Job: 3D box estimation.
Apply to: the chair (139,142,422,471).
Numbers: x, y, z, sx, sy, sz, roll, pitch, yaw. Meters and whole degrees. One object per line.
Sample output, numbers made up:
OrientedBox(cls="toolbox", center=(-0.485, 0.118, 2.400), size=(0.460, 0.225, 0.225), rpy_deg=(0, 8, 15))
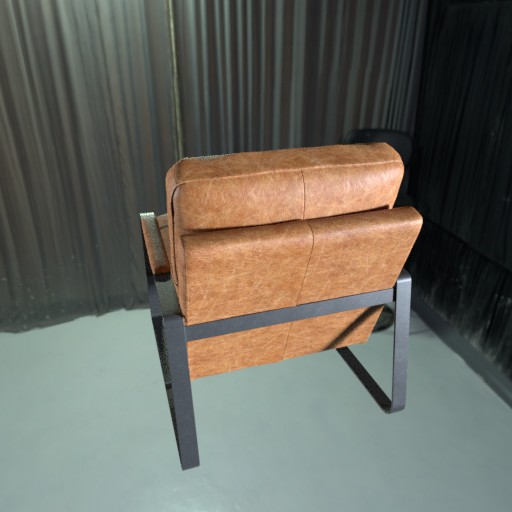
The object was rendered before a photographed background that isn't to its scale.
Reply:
OrientedBox(cls="chair", center=(0.000, 0.000, 1.376), size=(0.651, 0.777, 0.801), rpy_deg=(-8, 28, -16))
